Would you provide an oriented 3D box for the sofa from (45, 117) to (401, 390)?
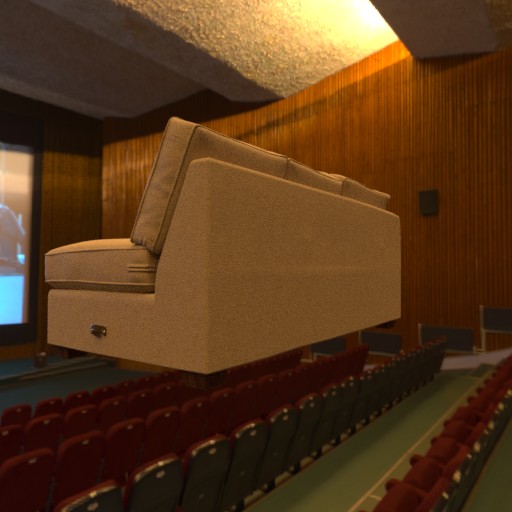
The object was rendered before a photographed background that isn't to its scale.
[{"bbox_3d":[0.000,0.000,2.514,1.034,0.946,1.962,-1,-2,36],"label":"sofa"}]
